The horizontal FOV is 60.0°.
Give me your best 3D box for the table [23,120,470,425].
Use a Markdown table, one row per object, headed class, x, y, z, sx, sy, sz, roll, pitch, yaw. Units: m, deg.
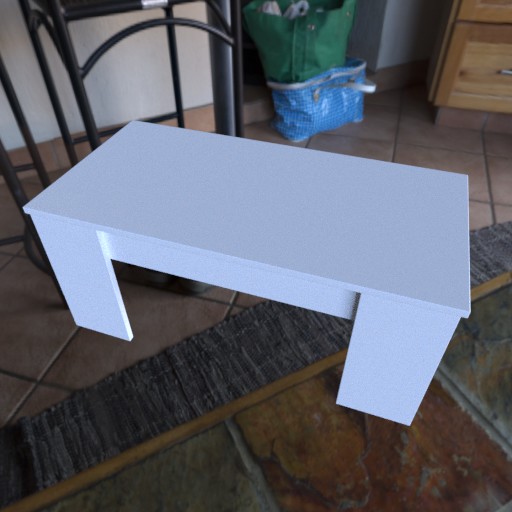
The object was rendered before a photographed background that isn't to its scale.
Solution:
| class | x | y | z | sx | sy | sz | roll | pitch | yaw |
| --- | --- | --- | --- | --- | --- | --- | --- | --- | --- |
| table | 0.000 | 0.000 | 1.251 | 1.000 | 0.440 | 0.500 | 13 | 43 | 14 |
